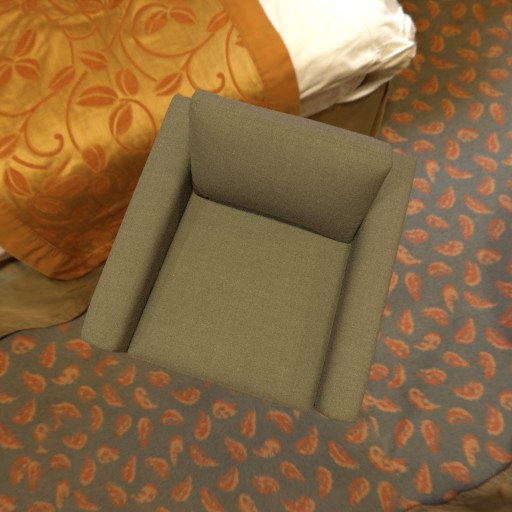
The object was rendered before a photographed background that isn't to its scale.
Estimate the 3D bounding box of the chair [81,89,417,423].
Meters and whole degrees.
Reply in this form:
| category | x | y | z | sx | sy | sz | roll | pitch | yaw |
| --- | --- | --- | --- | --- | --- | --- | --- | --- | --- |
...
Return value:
| category | x | y | z | sx | sy | sz | roll | pitch | yaw |
| --- | --- | --- | --- | --- | --- | --- | --- | --- | --- |
| chair | 0.000 | 0.000 | 1.878 | 1.070 | 0.847 | 1.100 | 16 | 75 | 5 |
